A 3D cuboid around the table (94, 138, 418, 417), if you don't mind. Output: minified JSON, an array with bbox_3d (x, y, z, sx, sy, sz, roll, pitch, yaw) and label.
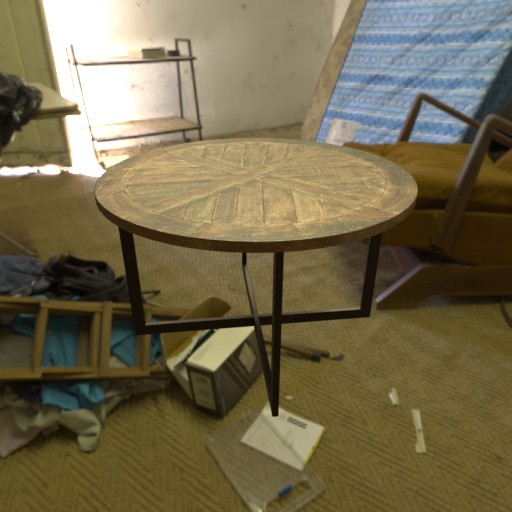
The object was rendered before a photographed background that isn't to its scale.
[{"bbox_3d":[0.000,0.000,1.993,1.264,0.762,1.264,0,28,0],"label":"table"}]
